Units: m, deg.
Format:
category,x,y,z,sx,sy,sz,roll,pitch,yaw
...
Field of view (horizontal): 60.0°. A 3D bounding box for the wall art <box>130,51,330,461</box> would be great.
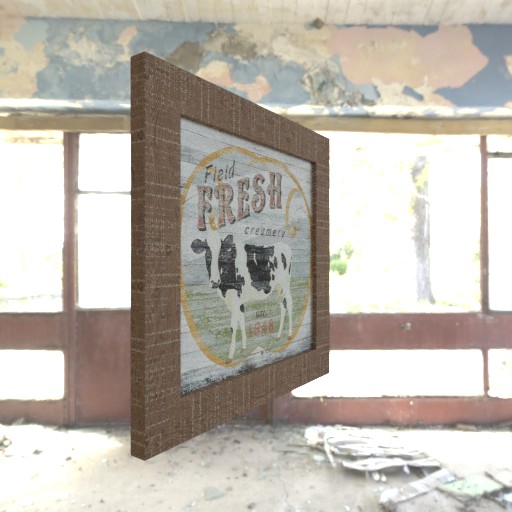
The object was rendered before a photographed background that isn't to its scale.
category,x,y,z,sx,sy,sz,roll,pitch,yaw
wall art,0.000,0.000,0.797,0.029,0.531,0.531,0,0,36
